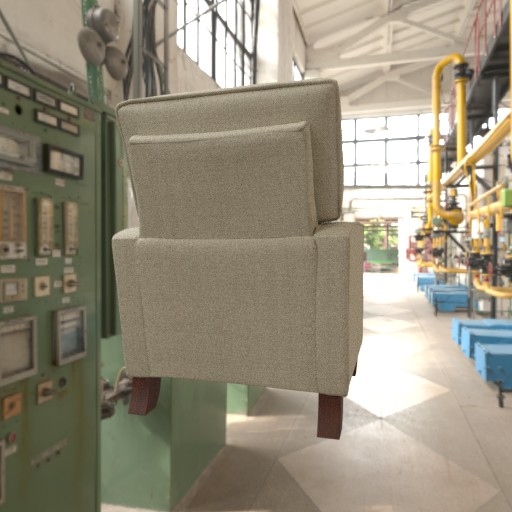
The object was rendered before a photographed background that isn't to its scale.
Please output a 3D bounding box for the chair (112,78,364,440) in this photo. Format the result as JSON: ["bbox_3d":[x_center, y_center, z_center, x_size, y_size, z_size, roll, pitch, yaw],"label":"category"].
[{"bbox_3d":[0.000,0.000,1.422,0.648,0.888,0.754,0,1,17],"label":"chair"}]
